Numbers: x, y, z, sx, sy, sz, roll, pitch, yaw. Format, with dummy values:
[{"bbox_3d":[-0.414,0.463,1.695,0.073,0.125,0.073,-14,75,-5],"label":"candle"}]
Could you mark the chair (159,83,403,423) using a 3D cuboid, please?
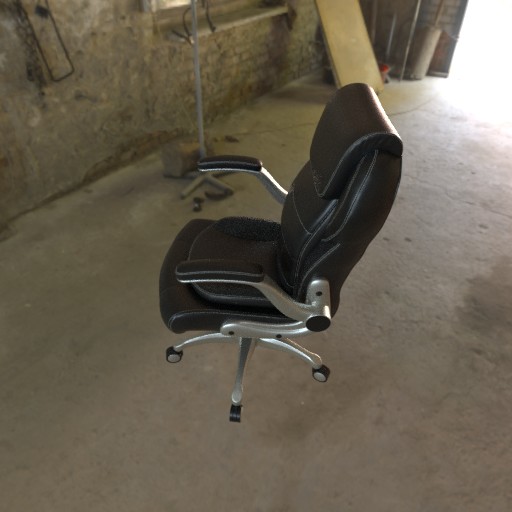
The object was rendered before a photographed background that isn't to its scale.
[{"bbox_3d":[0.000,0.000,1.649,0.801,1.141,0.724,0,40,0],"label":"chair"}]
